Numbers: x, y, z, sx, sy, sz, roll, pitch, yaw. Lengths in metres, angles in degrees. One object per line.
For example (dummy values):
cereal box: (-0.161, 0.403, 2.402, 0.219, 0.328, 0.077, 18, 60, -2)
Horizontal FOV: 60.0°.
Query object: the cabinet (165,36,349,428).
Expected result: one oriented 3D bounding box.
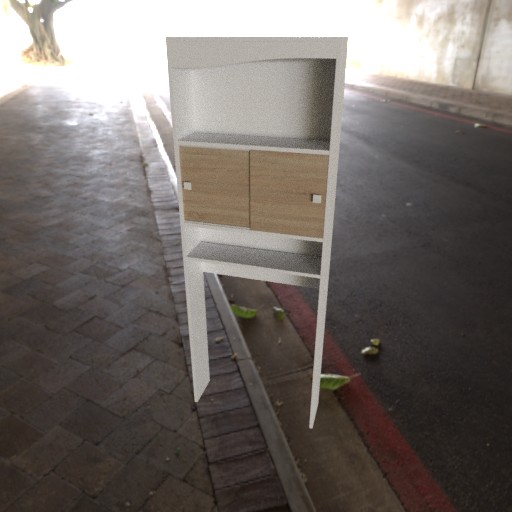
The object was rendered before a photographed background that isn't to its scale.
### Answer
cabinet: (0.000, 0.000, 1.994, 0.643, 1.770, 0.192, 8, 27, 15)
